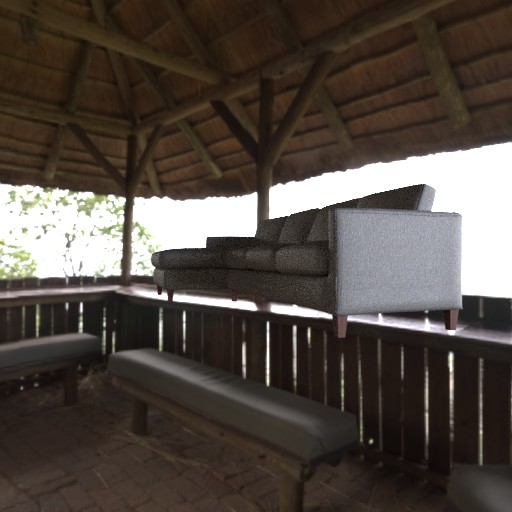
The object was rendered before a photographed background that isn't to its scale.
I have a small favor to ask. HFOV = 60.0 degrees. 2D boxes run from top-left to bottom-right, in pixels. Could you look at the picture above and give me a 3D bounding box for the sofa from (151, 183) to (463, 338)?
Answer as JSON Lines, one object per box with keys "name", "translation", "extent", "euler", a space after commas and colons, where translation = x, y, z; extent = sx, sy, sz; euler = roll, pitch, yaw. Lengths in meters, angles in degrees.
{"name": "sofa", "translation": [0.000, 0.000, 3.822], "extent": [1.502, 0.876, 3.201], "euler": [0, 0, -19]}
